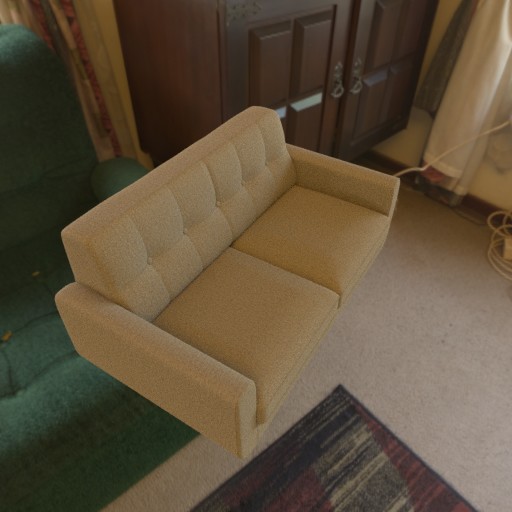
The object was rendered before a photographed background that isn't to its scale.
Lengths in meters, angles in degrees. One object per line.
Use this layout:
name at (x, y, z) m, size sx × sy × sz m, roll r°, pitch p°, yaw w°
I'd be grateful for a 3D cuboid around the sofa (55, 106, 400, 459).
sofa at (0.000, 0.000, 2.257) m, size 0.952 × 0.925 × 1.651 m, roll 23°, pitch 47°, yaw 23°
